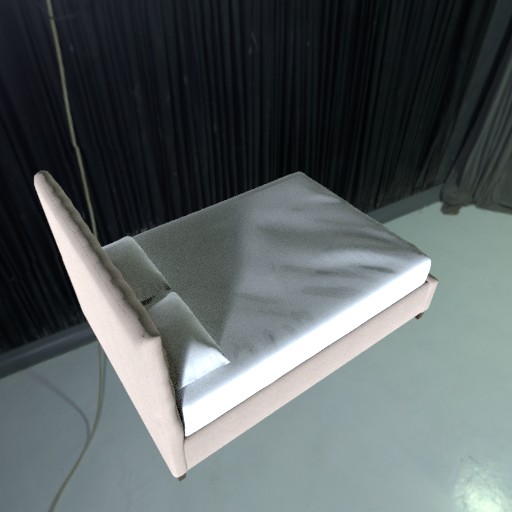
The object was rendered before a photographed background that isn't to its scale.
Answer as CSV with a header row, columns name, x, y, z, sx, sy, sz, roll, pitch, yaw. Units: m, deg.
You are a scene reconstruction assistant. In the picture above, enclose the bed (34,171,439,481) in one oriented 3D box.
name,x,y,z,sx,sy,sz,roll,pitch,yaw
bed,0.000,0.000,3.321,2.387,1.427,1.698,-25,47,-26
